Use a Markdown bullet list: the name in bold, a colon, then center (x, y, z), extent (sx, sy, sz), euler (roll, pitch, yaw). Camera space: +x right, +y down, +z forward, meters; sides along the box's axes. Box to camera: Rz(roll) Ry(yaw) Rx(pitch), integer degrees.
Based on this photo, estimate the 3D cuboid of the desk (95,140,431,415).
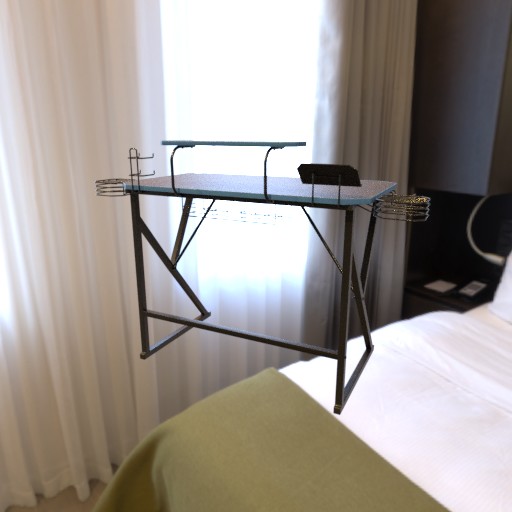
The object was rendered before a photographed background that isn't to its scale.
- **desk**: center (0.000, 0.000, 1.796), extent (1.295, 0.909, 0.594), euler (8, 17, 26)
